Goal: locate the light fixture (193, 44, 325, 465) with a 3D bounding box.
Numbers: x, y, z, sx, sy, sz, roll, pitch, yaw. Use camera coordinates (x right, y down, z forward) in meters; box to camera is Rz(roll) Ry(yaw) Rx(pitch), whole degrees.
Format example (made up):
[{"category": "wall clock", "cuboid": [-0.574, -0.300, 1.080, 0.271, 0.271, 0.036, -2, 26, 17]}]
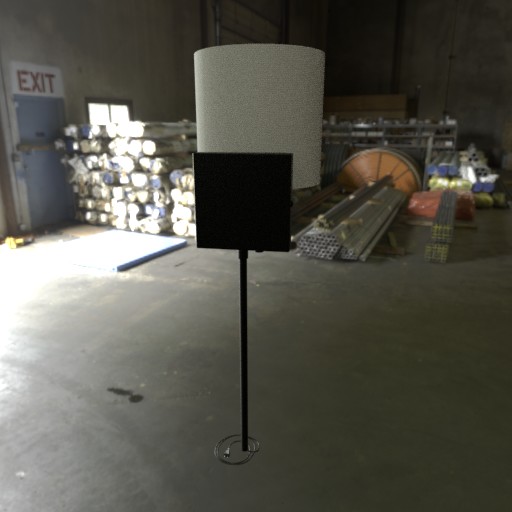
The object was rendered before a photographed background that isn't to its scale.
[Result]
[{"category": "light fixture", "cuboid": [0.000, 0.000, 0.697, 0.188, 0.589, 0.248, 3, 17, 9]}]
